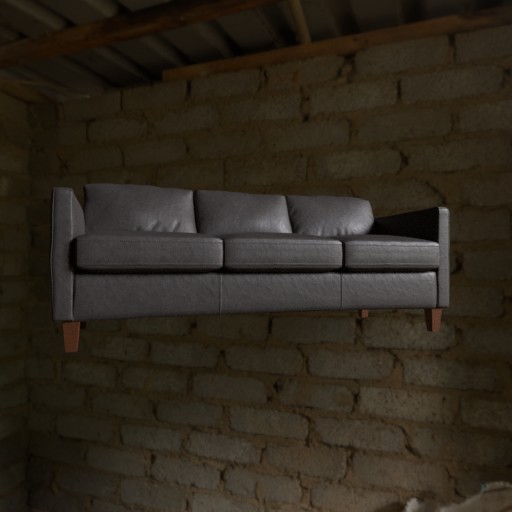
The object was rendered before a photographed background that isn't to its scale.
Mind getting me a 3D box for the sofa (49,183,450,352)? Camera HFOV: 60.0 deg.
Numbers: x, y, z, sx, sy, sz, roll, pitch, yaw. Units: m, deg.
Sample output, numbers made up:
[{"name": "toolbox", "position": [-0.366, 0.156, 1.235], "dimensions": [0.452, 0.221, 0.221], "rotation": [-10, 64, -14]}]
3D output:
[{"name": "sofa", "position": [0.000, 0.000, 2.996], "dimensions": [2.464, 1.006, 1.045], "rotation": [0, -1, -18]}]
